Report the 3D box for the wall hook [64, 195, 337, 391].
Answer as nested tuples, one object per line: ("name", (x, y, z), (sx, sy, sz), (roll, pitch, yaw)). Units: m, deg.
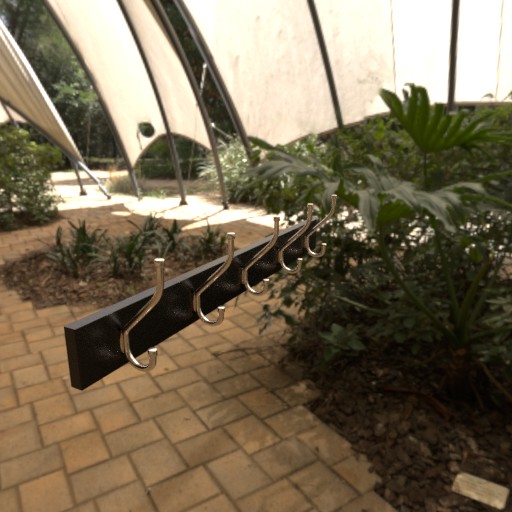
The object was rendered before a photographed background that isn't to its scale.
("wall hook", (0.000, 0.000, 0.611), (0.071, 0.117, 0.571), (8, 18, 27))
